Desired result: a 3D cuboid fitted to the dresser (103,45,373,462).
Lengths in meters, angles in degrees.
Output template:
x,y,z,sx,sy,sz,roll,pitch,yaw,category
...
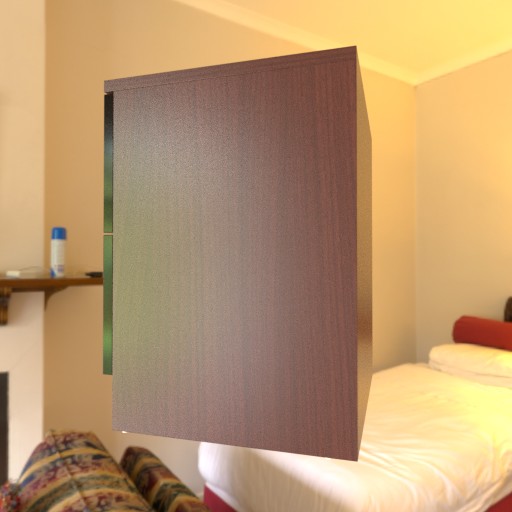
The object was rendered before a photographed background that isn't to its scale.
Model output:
x,y,z,sx,sy,sz,roll,pitch,yaw,category
0.000,0.000,0.742,0.360,0.470,0.400,0,-1,17,dresser
